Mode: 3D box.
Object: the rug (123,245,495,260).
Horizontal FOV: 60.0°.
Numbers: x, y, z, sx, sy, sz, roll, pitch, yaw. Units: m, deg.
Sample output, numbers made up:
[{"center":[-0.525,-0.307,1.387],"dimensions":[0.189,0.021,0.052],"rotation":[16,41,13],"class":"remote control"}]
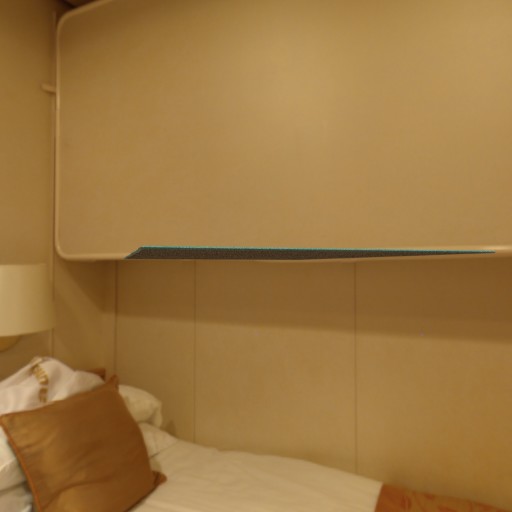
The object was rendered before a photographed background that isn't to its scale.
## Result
[{"center":[0.000,0.000,2.803],"dimensions":[1.554,0.012,2.205],"rotation":[0,-1,-18],"class":"rug"}]
